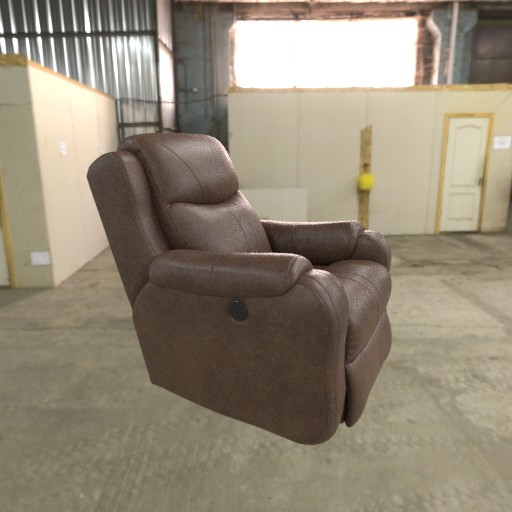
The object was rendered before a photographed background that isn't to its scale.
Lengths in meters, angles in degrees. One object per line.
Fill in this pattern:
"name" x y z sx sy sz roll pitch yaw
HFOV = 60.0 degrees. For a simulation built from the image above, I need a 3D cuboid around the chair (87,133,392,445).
"chair" 0.000 0.000 1.839 1.067 0.990 0.940 7 16 26
